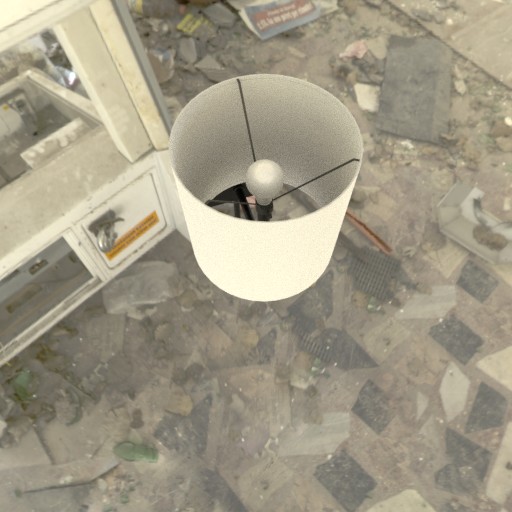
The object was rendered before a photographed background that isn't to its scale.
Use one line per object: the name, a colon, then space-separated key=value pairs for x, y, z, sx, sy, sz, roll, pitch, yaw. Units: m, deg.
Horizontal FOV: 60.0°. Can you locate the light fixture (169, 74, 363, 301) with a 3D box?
light fixture: x=0.000 y=0.000 z=0.704 sx=0.188 sy=0.589 sz=0.248 roll=-16 pitch=64 yaw=-8
